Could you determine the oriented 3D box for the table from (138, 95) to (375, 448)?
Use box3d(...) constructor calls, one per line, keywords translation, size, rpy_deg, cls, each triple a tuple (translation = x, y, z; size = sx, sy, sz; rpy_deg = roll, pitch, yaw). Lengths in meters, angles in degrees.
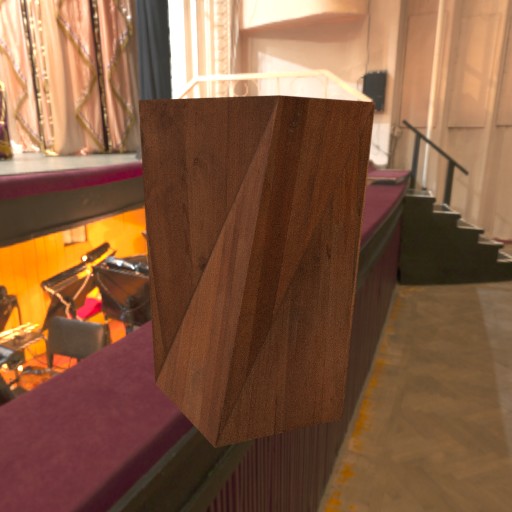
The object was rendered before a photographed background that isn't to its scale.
box3d(translation=(0.000, 0.000, 0.923), size=(0.425, 0.604, 0.441), rpy_deg=(9, 18, 28), cls="table")
